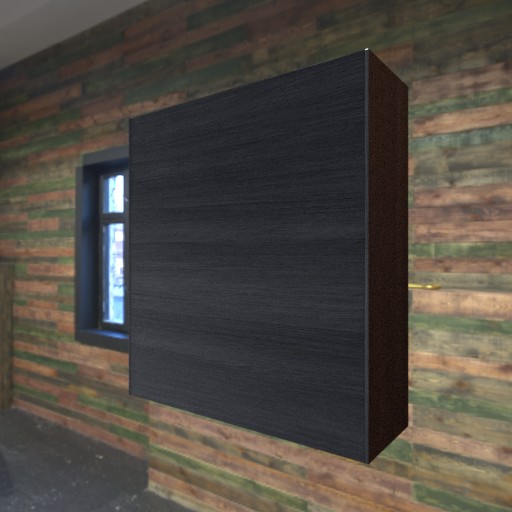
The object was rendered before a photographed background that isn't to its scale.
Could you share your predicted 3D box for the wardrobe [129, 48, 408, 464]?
[{"bbox_3d":[0.000,0.000,2.862,1.780,1.960,0.629,0,0,37],"label":"wardrobe"}]
